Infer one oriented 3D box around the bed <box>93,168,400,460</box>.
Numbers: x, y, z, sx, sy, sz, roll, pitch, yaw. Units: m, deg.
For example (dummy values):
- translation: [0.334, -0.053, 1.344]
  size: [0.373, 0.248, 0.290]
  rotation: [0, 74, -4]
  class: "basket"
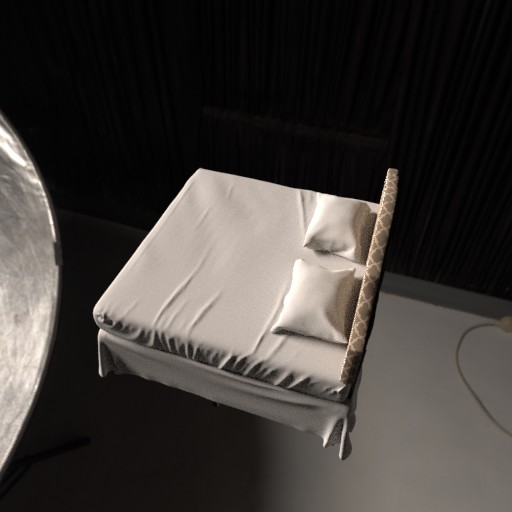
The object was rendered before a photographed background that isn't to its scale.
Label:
- translation: [0.000, 0.000, 3.741]
  size: [2.222, 1.601, 2.314]
  rotation: [14, 47, 13]
  class: "bed"
